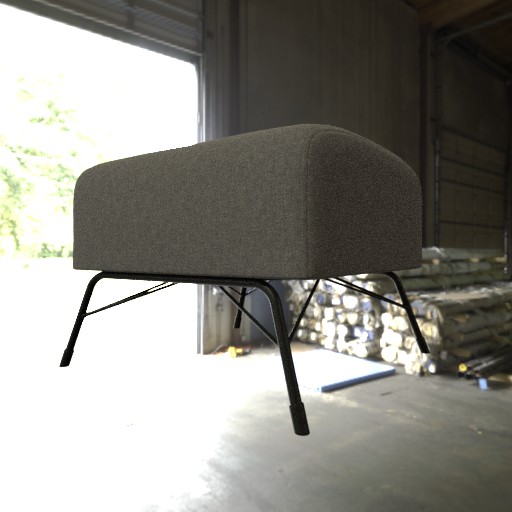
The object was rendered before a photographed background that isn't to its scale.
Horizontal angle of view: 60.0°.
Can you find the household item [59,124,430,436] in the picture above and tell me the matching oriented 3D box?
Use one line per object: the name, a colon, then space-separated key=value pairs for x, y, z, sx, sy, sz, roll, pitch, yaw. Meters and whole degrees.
household item: x=0.000 y=0.000 z=0.879 sx=0.530 sy=0.410 sz=0.530 roll=0 pitch=1 yaw=36
